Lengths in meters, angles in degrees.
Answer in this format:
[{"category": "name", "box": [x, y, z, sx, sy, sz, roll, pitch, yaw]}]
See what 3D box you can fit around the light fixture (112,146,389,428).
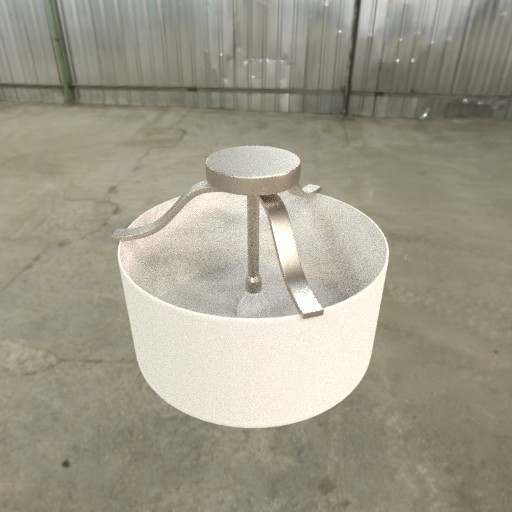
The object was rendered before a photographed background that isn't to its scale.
[{"category": "light fixture", "box": [0.000, 0.000, 0.668, 0.395, 0.304, 0.395, 0, 31, 0]}]
